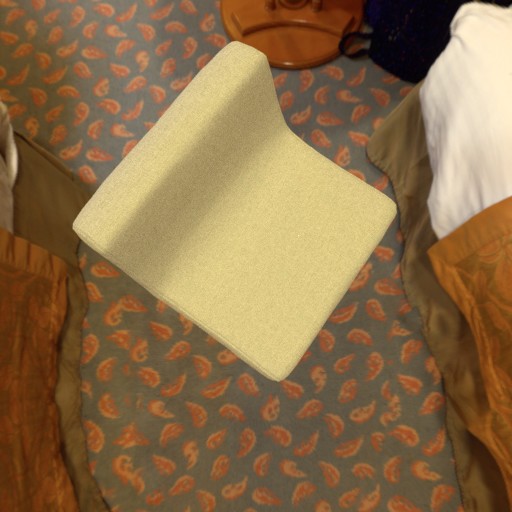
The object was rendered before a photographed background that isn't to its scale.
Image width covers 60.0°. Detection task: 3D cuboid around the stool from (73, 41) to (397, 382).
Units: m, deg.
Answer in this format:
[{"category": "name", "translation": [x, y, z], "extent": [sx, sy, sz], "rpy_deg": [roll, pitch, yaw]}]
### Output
[{"category": "stool", "translation": [0.000, 0.000, 1.251], "extent": [0.500, 0.937, 0.511], "rpy_deg": [35, 78, 8]}]
